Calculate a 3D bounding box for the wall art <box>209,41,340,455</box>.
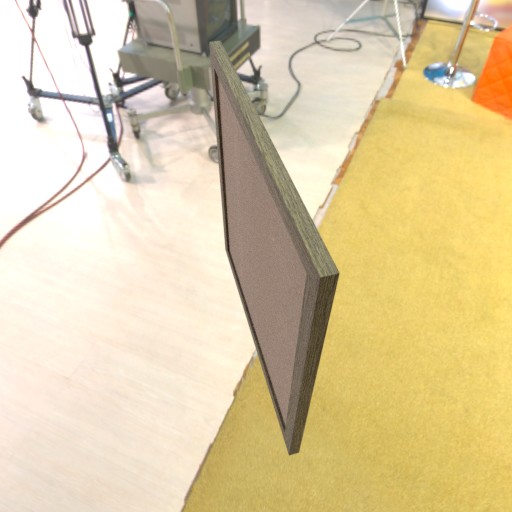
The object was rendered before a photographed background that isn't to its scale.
[{"bbox_3d":[0.000,0.000,0.756,0.019,0.508,0.508,-12,50,-10],"label":"wall art"}]
